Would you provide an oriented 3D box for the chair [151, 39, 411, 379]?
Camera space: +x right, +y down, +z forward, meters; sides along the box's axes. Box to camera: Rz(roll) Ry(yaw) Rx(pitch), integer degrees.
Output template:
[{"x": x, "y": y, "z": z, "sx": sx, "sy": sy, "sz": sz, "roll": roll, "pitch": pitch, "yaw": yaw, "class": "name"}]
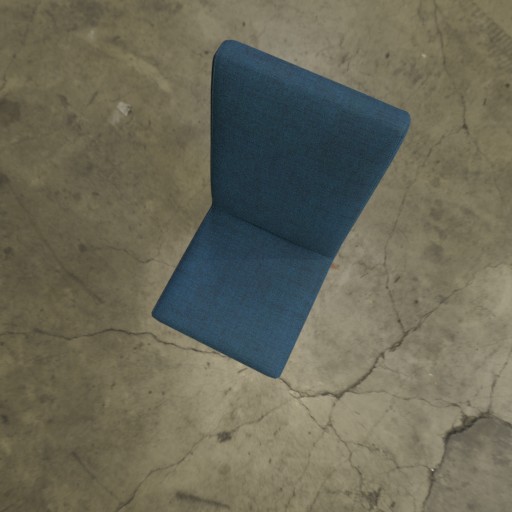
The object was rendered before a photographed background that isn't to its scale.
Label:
[{"x": 0.000, "y": 0.000, "z": 1.353, "sx": 0.450, "sy": 1.029, "sz": 0.610, "roll": 25, "pitch": 77, "yaw": 6, "class": "chair"}]
